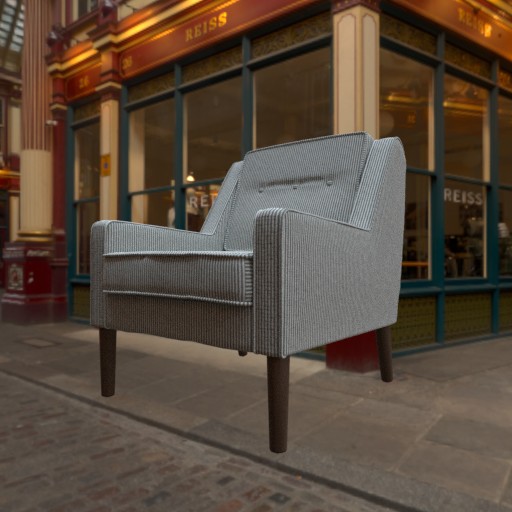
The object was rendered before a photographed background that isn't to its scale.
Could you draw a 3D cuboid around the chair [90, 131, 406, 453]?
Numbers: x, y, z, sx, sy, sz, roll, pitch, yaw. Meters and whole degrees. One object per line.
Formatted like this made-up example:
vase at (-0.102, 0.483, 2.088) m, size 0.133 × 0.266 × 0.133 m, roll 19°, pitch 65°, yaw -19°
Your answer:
chair at (0.000, 0.000, 1.325) m, size 0.663 × 0.792 × 0.743 m, roll 0°, pitch 0°, yaw 37°
